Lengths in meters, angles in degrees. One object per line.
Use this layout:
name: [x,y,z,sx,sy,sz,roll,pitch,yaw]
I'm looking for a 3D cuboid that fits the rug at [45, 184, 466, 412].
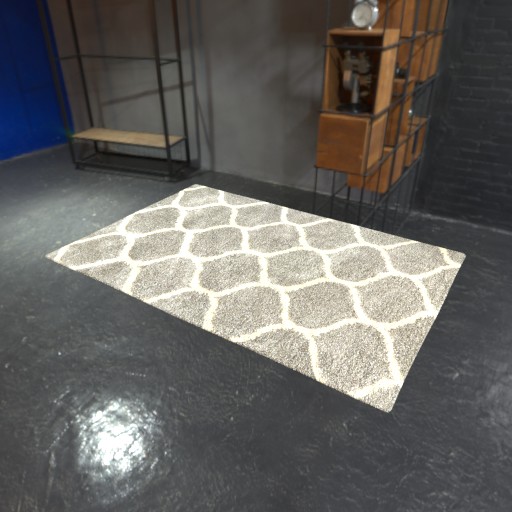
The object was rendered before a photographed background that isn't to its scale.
rug: [0.000,0.000,3.406,2.701,0.026,1.801,18,35,28]
